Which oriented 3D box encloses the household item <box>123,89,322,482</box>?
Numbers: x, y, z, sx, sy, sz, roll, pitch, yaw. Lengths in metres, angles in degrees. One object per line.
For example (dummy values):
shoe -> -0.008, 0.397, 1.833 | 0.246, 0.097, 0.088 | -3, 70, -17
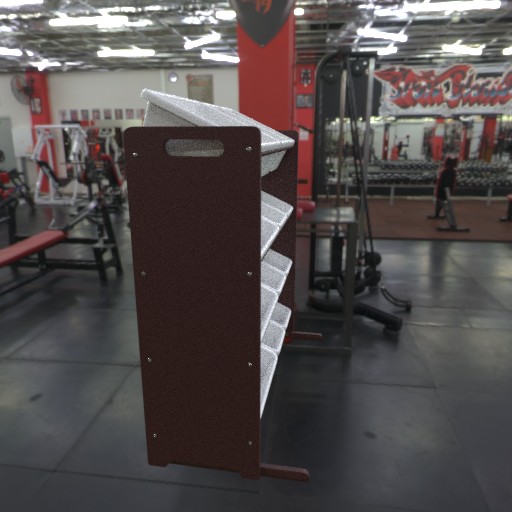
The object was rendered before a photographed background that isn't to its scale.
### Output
household item -> 0.000, 0.000, 1.301 | 0.389, 0.864, 0.787 | 3, 16, 10
